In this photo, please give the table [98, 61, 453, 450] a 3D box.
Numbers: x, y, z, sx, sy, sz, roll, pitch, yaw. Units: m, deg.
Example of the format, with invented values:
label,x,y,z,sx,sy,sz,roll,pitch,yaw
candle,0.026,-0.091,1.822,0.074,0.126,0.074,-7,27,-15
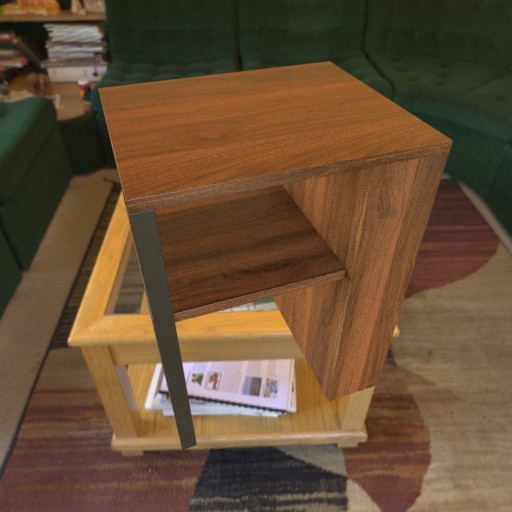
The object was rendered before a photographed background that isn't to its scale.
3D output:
label,x,y,z,sx,sy,sz,roll,pitch,yaw
table,0.000,0.000,1.554,0.786,1.041,0.660,-13,42,-15
